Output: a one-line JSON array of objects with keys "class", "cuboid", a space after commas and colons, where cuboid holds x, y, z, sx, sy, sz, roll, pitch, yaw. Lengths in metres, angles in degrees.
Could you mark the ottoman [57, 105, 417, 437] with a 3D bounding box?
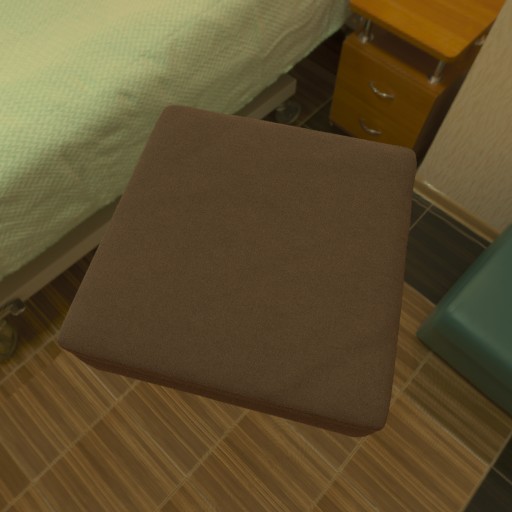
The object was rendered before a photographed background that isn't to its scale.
[{"class": "ottoman", "cuboid": [0.000, 0.000, 1.871, 1.181, 0.470, 1.181, 13, 64, 6]}]
